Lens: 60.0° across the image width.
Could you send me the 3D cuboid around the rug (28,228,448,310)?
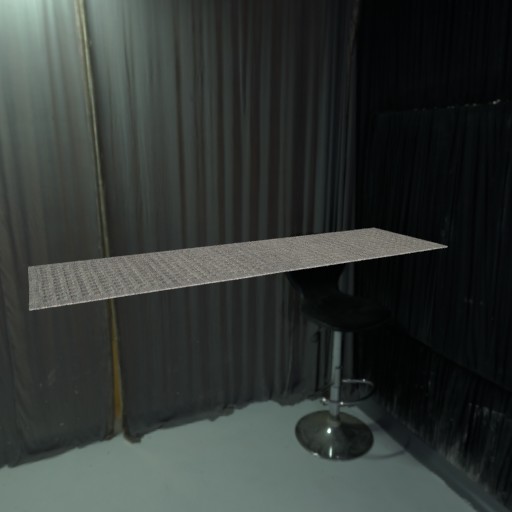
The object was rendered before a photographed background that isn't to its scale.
[{"bbox_3d":[0.000,0.000,2.658,2.443,0.009,0.706,-7,17,-26],"label":"rug"}]
